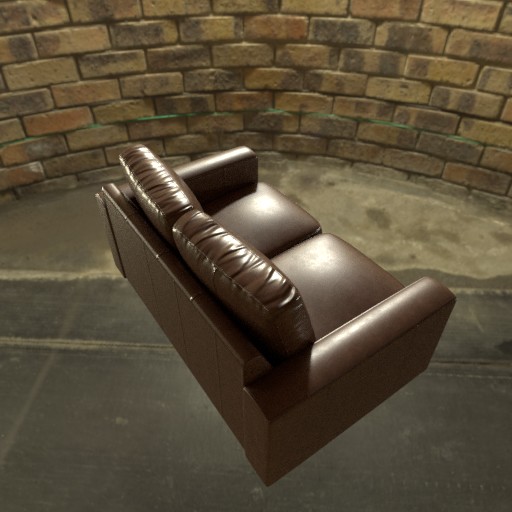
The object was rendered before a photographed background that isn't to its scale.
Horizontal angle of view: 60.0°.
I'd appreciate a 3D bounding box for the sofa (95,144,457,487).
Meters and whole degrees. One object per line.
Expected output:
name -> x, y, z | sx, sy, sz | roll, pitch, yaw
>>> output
sofa -> 0.000, 0.000, 2.208 | 1.016, 0.873, 1.616 | -25, 47, -25
